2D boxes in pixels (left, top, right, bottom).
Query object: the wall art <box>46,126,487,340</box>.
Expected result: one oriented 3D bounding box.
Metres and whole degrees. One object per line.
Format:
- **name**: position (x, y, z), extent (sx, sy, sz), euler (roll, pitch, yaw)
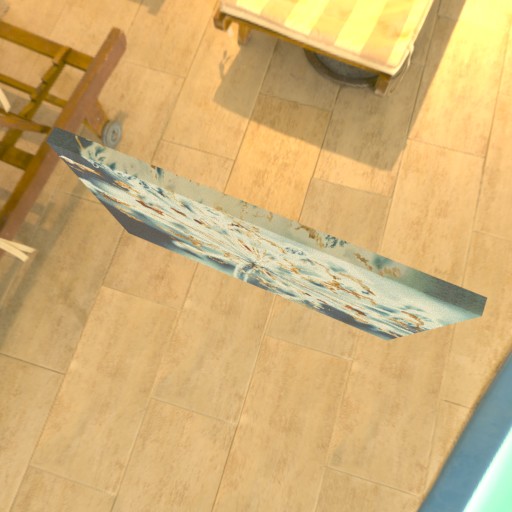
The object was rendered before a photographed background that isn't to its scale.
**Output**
- **wall art**: position (0.000, 0.000, 1.153), extent (0.912, 0.608, 0.038), euler (22, 76, 6)
